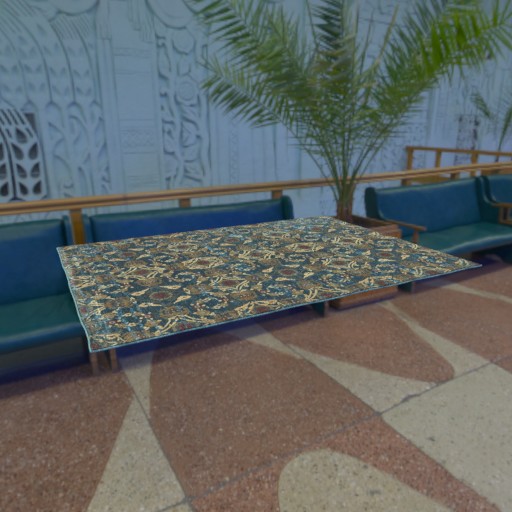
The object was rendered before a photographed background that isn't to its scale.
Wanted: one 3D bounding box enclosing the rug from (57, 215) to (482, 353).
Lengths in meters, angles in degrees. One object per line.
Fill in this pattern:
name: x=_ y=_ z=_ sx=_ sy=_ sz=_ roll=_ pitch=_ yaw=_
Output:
rug: x=0.000 y=0.000 z=2.800 sx=2.207 sy=0.014 sz=1.567 roll=-9 pitch=19 yaw=-26
